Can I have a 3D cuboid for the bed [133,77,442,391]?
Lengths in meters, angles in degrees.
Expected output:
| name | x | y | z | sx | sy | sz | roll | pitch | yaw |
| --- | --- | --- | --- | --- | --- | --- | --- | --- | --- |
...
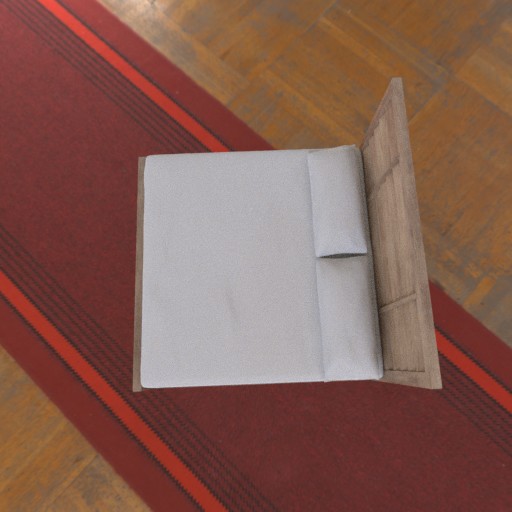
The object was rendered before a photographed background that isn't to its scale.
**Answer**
| name | x | y | z | sx | sy | sz | roll | pitch | yaw |
| --- | --- | --- | --- | --- | --- | --- | --- | --- | --- |
| bed | 0.000 | 0.000 | 3.550 | 2.062 | 1.626 | 2.032 | -2 | 77 | -1 |
